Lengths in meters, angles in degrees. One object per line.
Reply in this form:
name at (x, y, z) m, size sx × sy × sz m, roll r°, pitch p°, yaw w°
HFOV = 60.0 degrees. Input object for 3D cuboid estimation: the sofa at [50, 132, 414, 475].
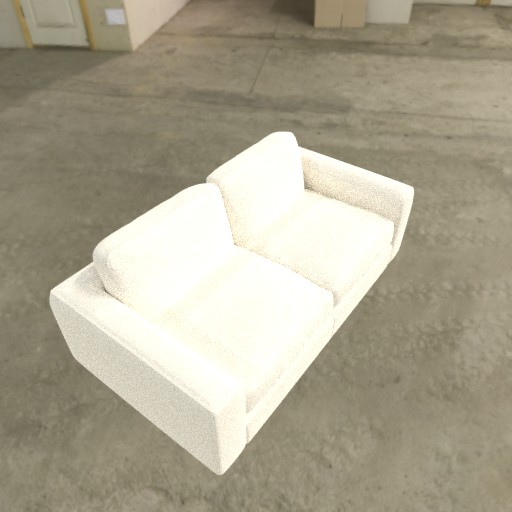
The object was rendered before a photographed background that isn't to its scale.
sofa at (0.000, 0.000, 2.506) m, size 1.069 × 0.801 × 1.920 m, roll 27°, pitch 48°, yaw 27°
